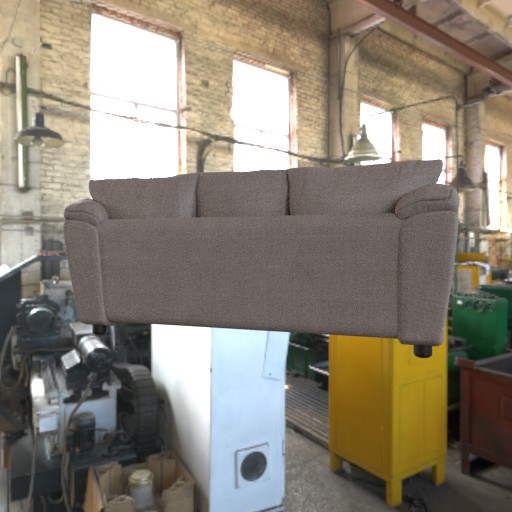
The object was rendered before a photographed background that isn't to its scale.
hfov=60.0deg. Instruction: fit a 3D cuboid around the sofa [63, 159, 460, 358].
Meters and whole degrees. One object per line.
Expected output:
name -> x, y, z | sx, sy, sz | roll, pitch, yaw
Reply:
sofa -> 0.000, 0.000, 2.786 | 2.334, 0.996, 0.878 | 0, 1, 18
